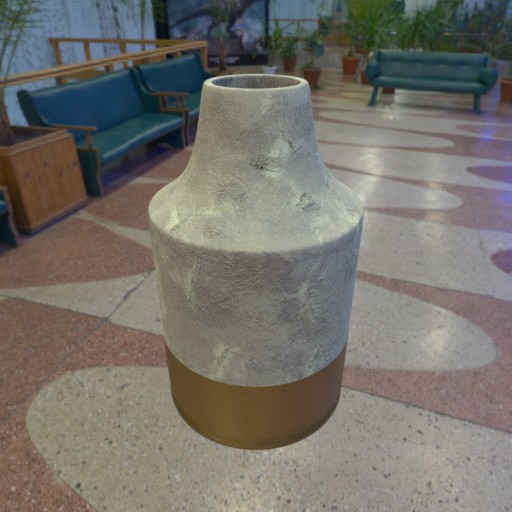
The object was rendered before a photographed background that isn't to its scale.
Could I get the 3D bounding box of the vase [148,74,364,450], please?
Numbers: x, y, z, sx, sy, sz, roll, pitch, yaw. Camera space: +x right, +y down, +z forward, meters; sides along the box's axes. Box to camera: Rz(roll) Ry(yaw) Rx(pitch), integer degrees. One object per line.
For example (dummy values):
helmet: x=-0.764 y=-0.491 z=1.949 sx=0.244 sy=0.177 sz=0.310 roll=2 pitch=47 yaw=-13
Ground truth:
vase: x=0.000 y=0.000 z=0.410 sx=0.184 sy=0.305 sz=0.184 roll=0 pitch=30 yaw=0
